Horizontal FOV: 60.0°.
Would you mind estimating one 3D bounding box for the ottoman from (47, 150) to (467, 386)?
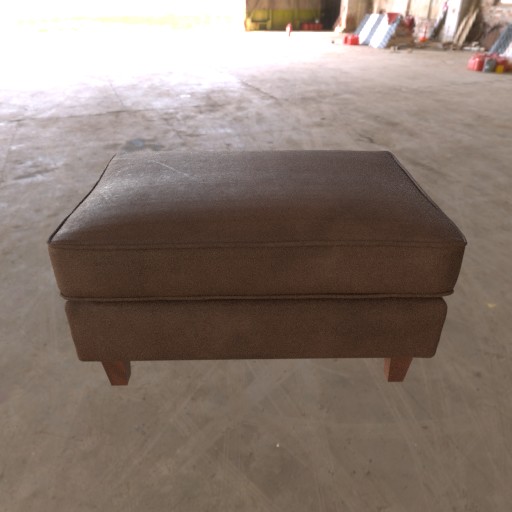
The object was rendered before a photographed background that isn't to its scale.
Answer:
[{"bbox_3d":[0.000,0.000,1.208,0.860,0.481,0.596,-1,31,-1],"label":"ottoman"}]
